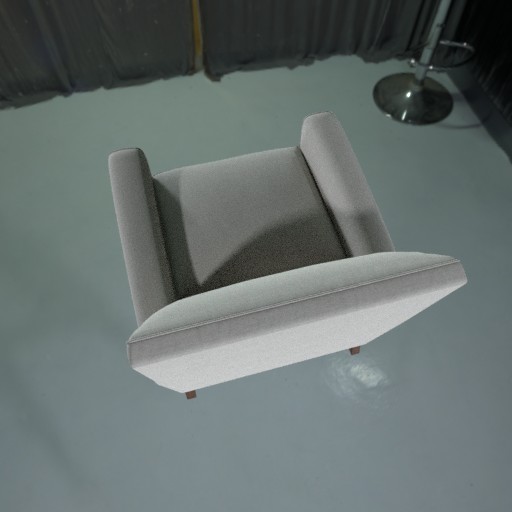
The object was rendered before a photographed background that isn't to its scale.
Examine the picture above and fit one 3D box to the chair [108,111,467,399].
[{"bbox_3d":[0.000,0.000,1.515,0.840,0.846,0.871,-13,59,-8],"label":"chair"}]
